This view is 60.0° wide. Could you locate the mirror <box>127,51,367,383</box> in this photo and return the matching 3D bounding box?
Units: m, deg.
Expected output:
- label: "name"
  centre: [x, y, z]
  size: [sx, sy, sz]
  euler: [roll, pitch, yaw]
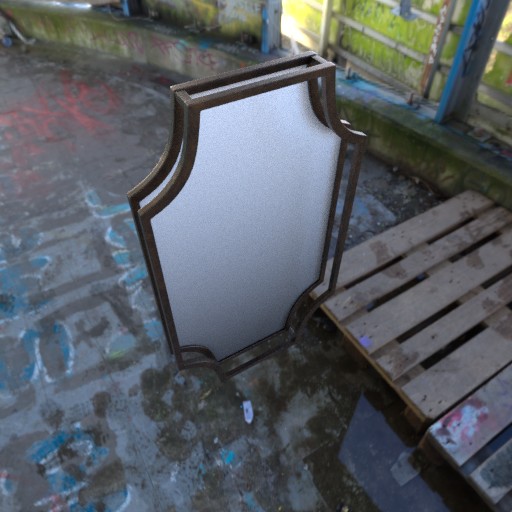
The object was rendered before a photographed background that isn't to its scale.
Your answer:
- label: "mirror"
  centre: [0.000, 0.000, 0.976]
  size: [0.462, 0.811, 0.066]
  euler: [-23, 51, -20]
